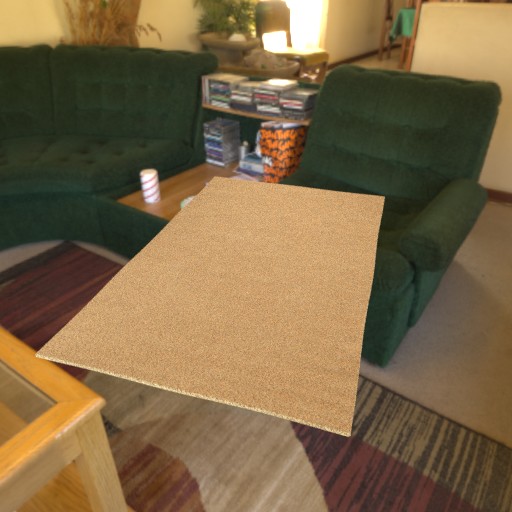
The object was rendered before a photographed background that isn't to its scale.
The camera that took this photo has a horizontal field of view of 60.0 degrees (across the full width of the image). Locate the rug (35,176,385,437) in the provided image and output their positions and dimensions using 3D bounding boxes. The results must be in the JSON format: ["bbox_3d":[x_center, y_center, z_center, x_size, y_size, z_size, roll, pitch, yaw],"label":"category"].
[{"bbox_3d":[0.000,0.000,2.895,1.500,0.025,2.346,9,33,14],"label":"rug"}]
